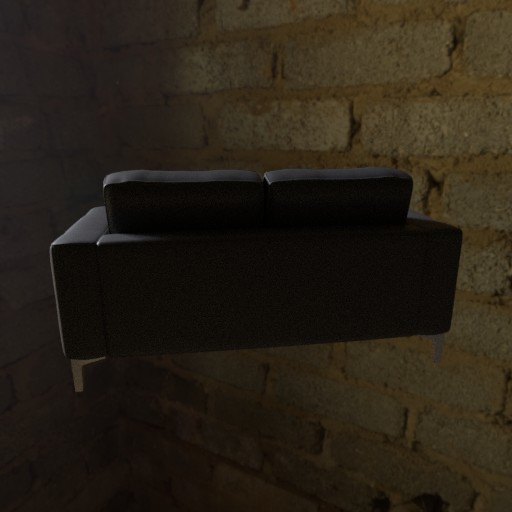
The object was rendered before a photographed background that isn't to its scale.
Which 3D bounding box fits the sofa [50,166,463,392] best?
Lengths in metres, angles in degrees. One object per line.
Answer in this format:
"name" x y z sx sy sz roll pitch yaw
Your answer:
"sofa" 0.000 0.000 2.212 1.726 0.893 0.833 -2 16 -8
